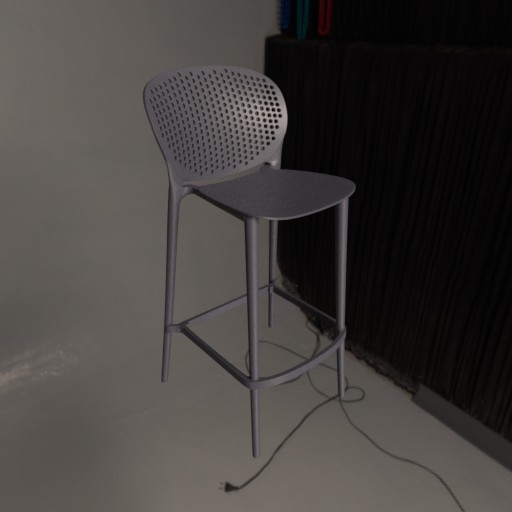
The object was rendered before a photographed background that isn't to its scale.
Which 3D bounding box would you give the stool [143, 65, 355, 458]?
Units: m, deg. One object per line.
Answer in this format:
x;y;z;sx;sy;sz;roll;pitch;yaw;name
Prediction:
0.000;0.000;1.366;0.536;1.045;0.535;-21;35;-34;stool
